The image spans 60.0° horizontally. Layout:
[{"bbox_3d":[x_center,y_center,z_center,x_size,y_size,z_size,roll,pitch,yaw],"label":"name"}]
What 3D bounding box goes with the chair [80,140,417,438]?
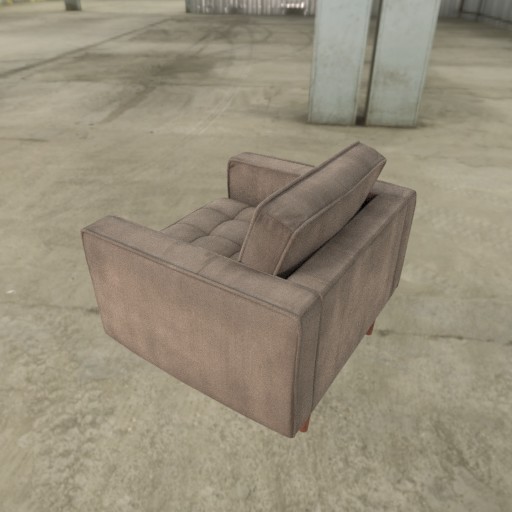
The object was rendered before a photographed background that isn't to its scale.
[{"bbox_3d":[0.000,0.000,1.601,0.843,0.773,0.928,20,37,28],"label":"chair"}]
